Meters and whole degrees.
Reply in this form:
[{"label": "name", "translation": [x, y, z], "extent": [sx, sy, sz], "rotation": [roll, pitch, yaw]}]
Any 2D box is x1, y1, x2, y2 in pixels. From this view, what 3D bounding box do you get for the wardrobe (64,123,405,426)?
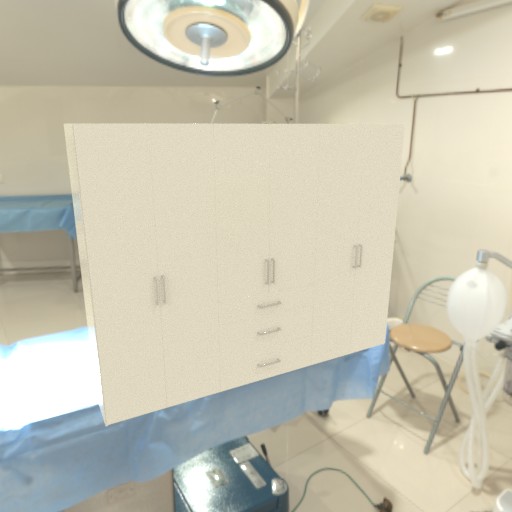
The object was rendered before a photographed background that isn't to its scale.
[{"label": "wardrobe", "translation": [0.000, 0.000, 4.129], "extent": [3.000, 2.360, 0.580], "rotation": [-9, 19, -27]}]
